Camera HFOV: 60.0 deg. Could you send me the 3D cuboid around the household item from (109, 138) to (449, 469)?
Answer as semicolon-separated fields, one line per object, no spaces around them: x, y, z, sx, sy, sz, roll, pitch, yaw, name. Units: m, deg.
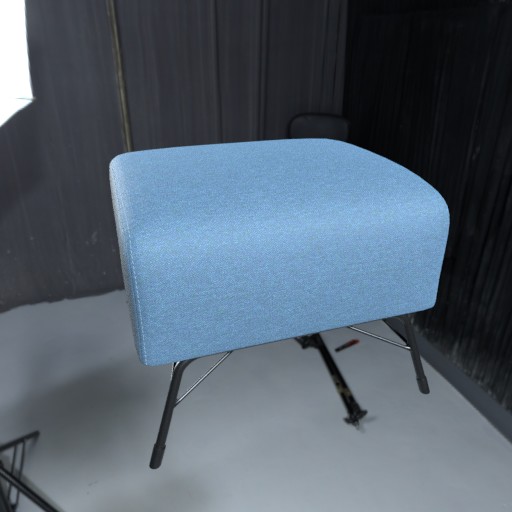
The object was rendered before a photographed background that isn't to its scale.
0.000;0.000;0.903;0.530;0.420;0.530;-8;27;-17;household item
